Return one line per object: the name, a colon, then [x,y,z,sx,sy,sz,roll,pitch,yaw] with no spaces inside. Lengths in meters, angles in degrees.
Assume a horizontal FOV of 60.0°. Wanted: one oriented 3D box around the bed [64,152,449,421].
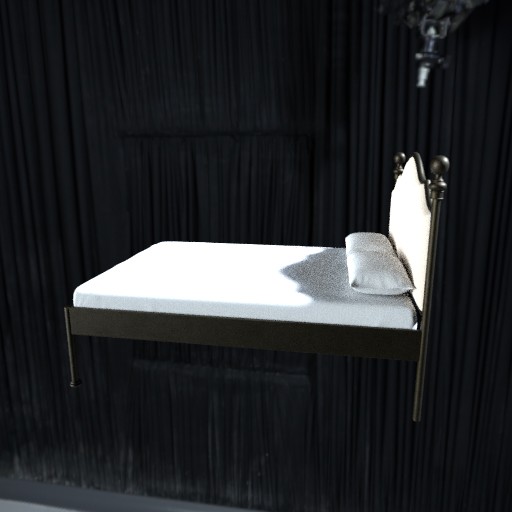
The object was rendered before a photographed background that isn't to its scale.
bed: [0.000,0.000,3.198,2.170,1.462,1.533,2,14,10]
